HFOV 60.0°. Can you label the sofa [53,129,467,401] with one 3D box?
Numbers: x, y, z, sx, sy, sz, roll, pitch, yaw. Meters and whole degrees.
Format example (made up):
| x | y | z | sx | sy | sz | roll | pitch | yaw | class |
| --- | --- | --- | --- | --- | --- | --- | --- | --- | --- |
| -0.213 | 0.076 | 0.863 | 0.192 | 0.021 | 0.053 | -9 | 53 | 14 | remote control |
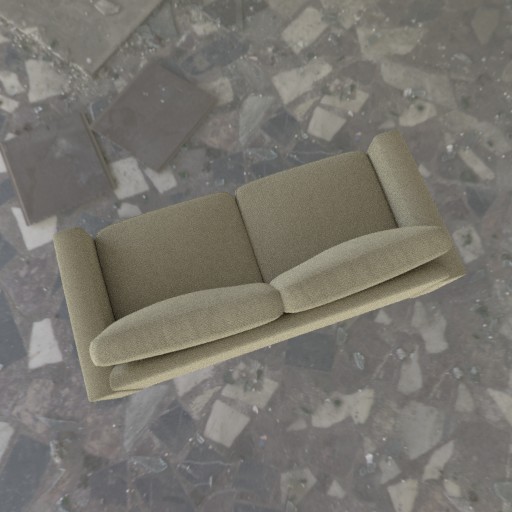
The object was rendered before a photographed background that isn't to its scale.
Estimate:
| x | y | z | sx | sy | sz | roll | pitch | yaw | class |
| --- | --- | --- | --- | --- | --- | --- | --- | --- | --- |
| 0.000 | 0.000 | 2.641 | 2.179 | 0.873 | 1.016 | -18 | 75 | -5 | sofa |
